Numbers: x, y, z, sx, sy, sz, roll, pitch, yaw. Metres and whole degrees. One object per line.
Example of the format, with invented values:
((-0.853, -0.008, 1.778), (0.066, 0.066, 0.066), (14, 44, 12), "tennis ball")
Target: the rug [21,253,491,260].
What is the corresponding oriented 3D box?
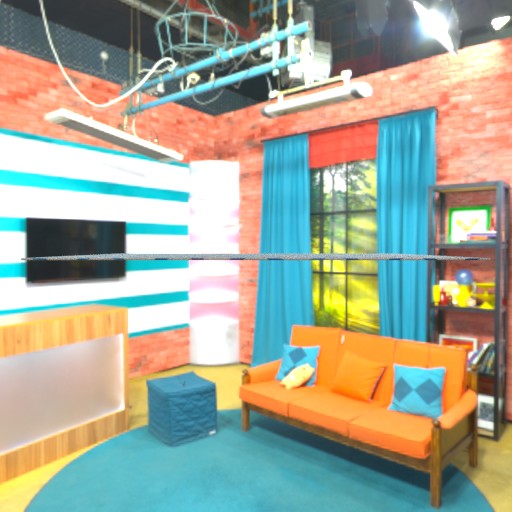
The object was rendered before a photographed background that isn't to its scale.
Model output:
((0.000, 0.000, 2.335), (1.830, 0.008, 1.225), (0, 1, 0), "rug")
